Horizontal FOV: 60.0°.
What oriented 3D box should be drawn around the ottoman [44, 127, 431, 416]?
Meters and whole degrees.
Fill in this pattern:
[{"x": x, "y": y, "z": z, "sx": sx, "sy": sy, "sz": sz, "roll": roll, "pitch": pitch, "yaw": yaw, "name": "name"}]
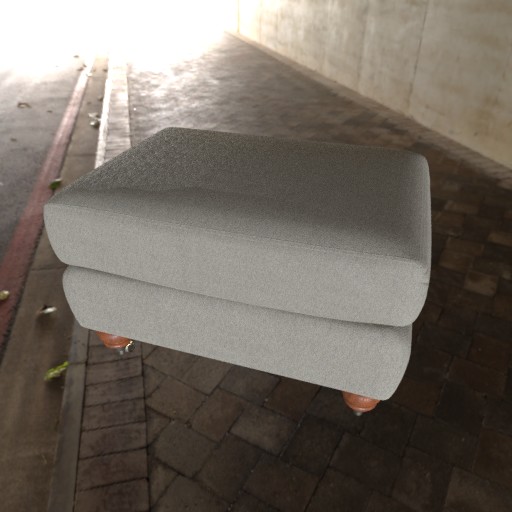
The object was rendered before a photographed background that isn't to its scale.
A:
[{"x": 0.000, "y": 0.000, "z": 1.118, "sx": 0.773, "sy": 0.504, "sz": 0.569, "roll": 10, "pitch": 34, "yaw": 15, "name": "ottoman"}]
